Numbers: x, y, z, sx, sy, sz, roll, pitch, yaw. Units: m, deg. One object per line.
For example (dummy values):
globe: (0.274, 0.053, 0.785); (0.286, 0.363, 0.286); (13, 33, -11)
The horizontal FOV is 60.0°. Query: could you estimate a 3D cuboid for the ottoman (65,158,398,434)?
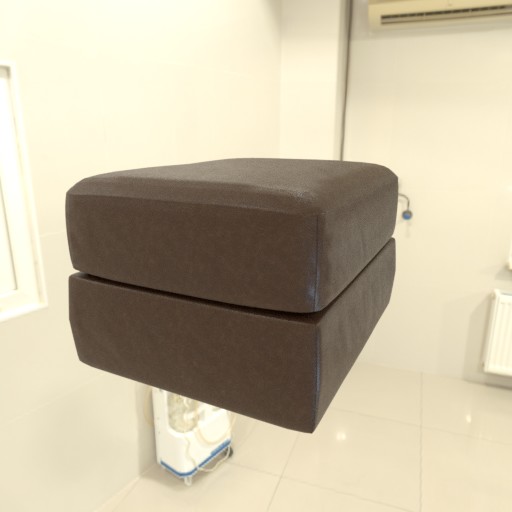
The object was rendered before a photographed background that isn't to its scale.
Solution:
ottoman: (0.000, 0.000, 1.160); (0.603, 0.476, 0.751); (8, 18, 26)
